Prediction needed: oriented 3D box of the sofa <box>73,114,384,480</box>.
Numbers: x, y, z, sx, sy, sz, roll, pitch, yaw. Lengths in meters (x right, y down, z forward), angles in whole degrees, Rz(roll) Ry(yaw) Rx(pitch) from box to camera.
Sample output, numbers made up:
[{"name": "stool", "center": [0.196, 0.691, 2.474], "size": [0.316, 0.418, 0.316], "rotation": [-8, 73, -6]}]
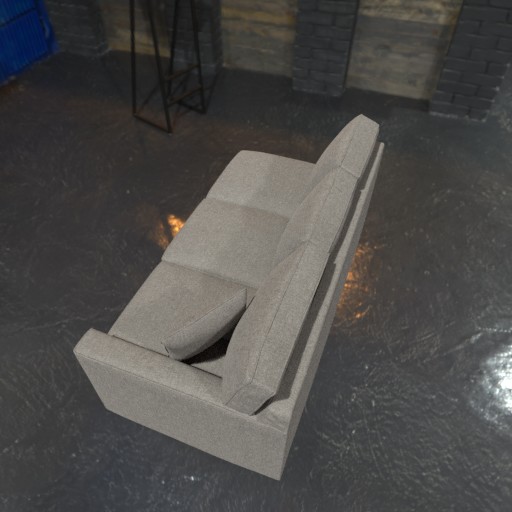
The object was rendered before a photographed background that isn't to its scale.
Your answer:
[{"name": "sofa", "center": [0.000, 0.000, 2.565], "size": [1.034, 0.946, 1.963], "rotation": [16, 49, 14]}]
